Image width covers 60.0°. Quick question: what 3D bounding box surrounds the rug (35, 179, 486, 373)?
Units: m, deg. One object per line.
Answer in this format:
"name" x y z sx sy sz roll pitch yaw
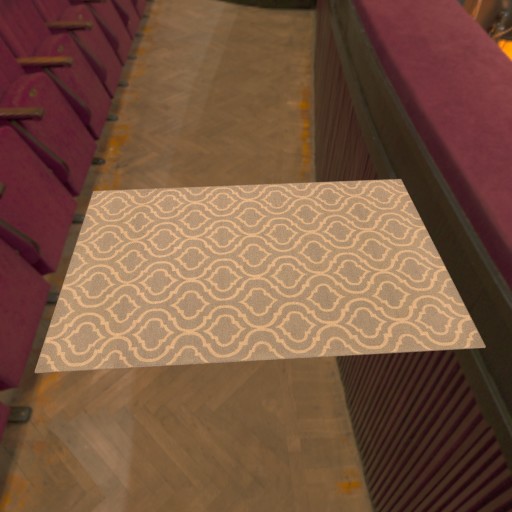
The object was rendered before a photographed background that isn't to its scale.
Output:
"rug" 0.000 0.000 2.115 1.749 0.015 1.141 -3 45 -3
